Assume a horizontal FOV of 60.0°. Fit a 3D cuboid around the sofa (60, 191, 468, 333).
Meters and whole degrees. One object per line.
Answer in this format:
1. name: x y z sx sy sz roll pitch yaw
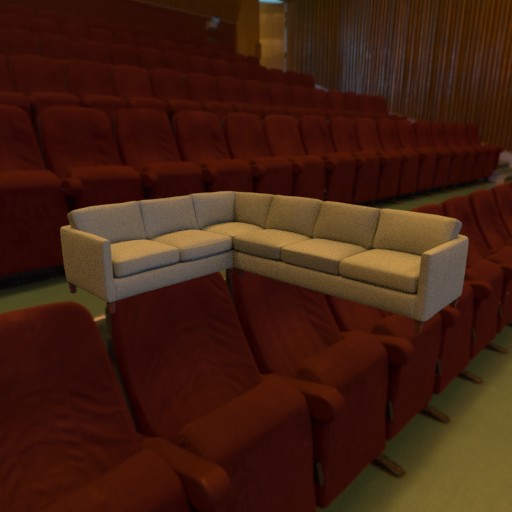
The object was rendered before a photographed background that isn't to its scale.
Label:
1. sofa: 0.000 0.000 4.495 3.301 0.947 2.592 14 20 42
